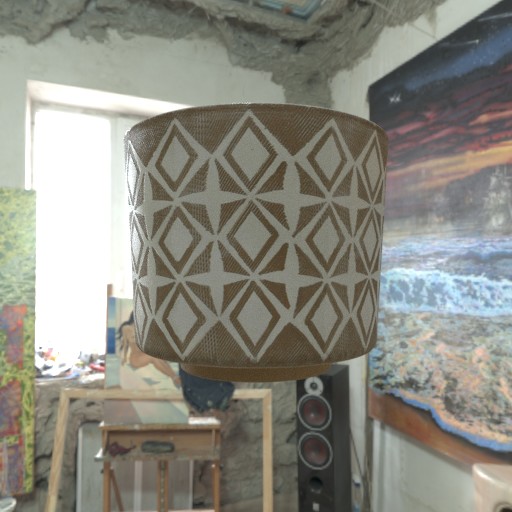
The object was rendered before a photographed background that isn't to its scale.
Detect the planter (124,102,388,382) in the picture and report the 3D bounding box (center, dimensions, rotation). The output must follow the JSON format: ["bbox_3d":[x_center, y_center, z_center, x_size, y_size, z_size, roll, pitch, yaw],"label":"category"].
[{"bbox_3d":[0.000,0.000,0.452,0.260,0.220,0.260,0,-2,0],"label":"planter"}]
